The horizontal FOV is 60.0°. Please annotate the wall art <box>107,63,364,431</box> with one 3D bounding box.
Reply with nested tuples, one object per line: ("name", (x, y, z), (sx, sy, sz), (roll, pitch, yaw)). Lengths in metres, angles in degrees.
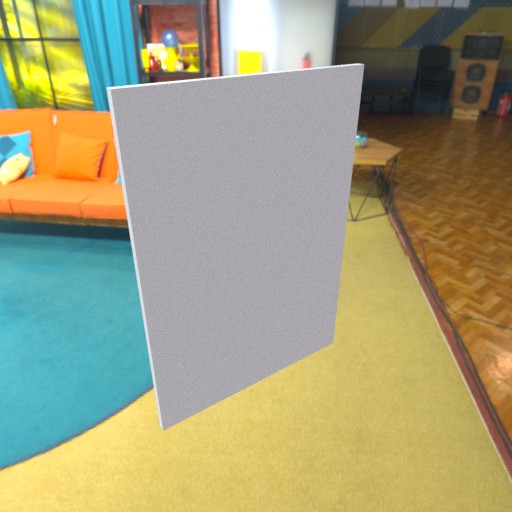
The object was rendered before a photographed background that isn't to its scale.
("wall art", (0.000, 0.000, 0.696), (0.381, 0.533, 0.013), (-19, 35, -30))
